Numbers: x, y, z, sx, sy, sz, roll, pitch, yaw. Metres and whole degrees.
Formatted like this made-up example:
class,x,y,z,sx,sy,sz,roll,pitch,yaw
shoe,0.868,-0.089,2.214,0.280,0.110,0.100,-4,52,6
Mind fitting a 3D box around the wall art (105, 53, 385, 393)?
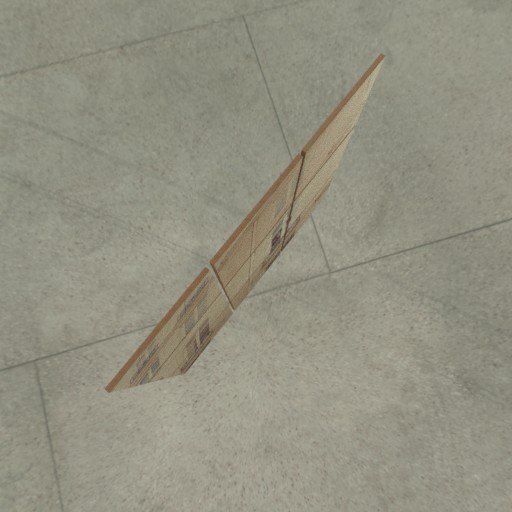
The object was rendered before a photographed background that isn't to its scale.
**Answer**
class,x,y,z,sx,sy,sz,roll,pitch,yaw
wall art,0.000,0.000,1.355,0.018,0.913,0.915,37,80,8
